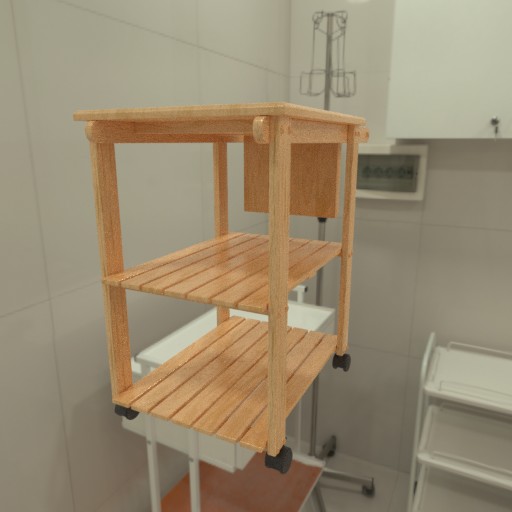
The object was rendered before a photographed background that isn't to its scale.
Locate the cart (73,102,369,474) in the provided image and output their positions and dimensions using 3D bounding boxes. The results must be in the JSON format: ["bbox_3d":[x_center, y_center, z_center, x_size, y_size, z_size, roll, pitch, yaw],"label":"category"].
[{"bbox_3d":[0.000,0.000,1.338,0.520,0.816,0.843,7,16,26],"label":"cart"}]
